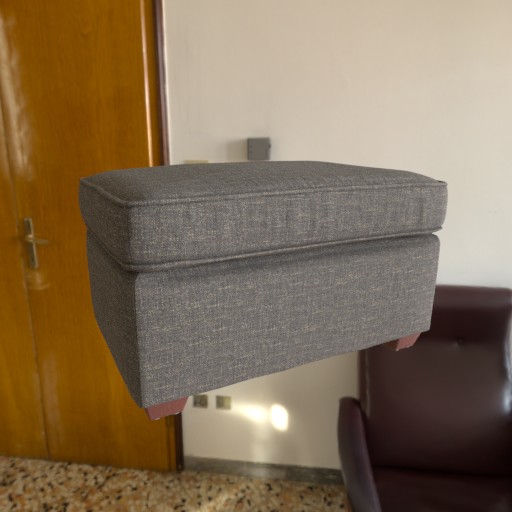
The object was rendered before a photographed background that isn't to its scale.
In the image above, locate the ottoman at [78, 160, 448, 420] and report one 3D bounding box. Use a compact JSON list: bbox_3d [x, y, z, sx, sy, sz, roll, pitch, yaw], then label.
[{"bbox_3d":[0.000,0.000,1.089,0.749,0.450,0.549,-7,16,-27],"label":"ottoman"}]
